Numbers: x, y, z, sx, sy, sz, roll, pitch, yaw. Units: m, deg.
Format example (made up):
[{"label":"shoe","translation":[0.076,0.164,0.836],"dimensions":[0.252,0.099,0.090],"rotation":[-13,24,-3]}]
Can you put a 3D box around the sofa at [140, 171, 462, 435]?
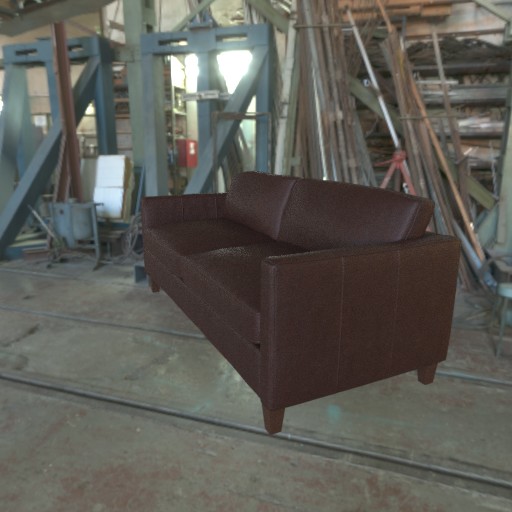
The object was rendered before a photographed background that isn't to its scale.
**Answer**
[{"label":"sofa","translation":[0.000,0.000,2.500],"dimensions":[0.923,0.863,1.971],"rotation":[-7,16,-26]}]
